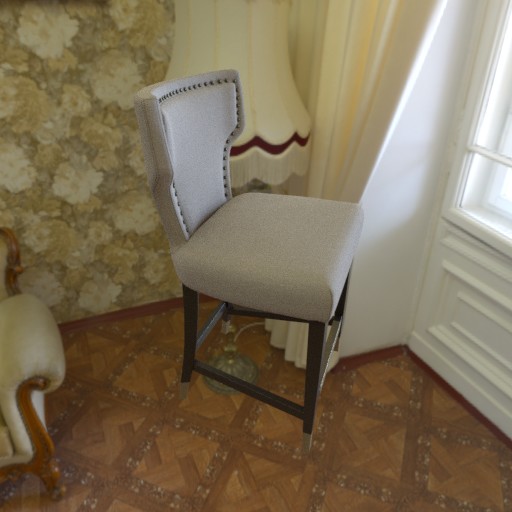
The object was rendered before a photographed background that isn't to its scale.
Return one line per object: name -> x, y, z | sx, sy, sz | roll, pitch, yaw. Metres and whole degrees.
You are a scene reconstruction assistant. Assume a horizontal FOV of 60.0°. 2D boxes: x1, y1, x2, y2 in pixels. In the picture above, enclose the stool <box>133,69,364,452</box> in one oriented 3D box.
stool -> 0.000, 0.000, 1.336 | 0.563, 0.982, 0.527 | 10, 31, 17
